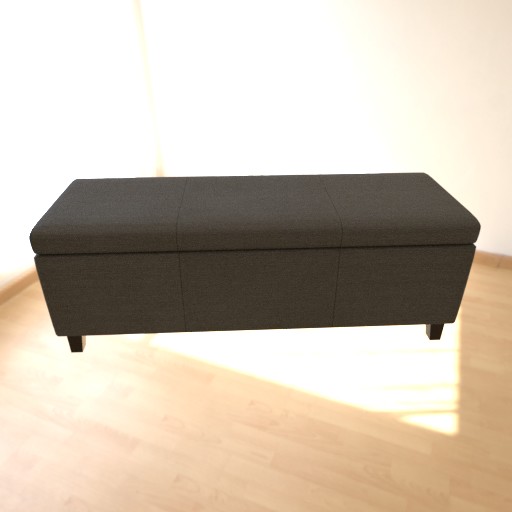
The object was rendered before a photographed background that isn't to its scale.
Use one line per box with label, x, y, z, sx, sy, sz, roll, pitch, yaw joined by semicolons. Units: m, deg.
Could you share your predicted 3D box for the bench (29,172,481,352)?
bench;0.000;0.000;1.489;1.269;0.438;0.446;-1;30;-2
